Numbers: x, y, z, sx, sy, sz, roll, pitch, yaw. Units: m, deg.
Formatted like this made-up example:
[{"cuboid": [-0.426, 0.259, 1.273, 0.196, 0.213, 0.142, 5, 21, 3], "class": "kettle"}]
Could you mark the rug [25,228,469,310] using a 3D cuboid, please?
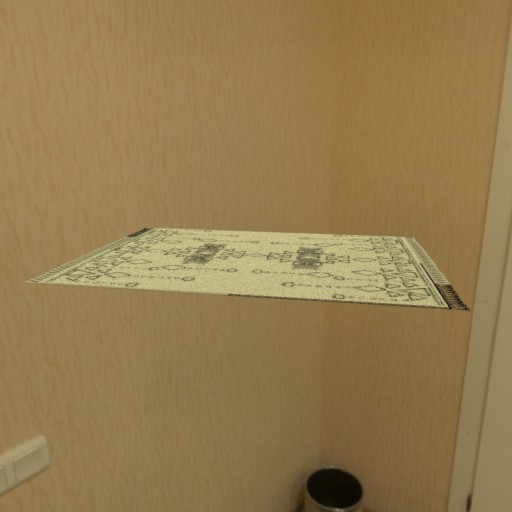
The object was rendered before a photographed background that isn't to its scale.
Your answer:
[{"cuboid": [0.000, 0.000, 3.016, 2.312, 0.013, 1.600, 3, 15, 10], "class": "rug"}]
